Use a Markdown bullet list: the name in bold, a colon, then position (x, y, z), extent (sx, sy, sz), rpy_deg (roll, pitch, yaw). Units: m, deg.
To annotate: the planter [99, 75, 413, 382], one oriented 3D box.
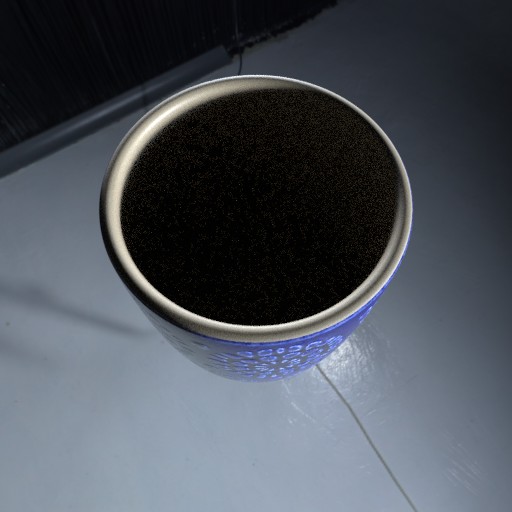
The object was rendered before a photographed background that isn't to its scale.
- **planter**: position (0.000, 0.000, 0.203), extent (0.109, 0.112, 0.109), rpy_deg (0, 65, 0)
